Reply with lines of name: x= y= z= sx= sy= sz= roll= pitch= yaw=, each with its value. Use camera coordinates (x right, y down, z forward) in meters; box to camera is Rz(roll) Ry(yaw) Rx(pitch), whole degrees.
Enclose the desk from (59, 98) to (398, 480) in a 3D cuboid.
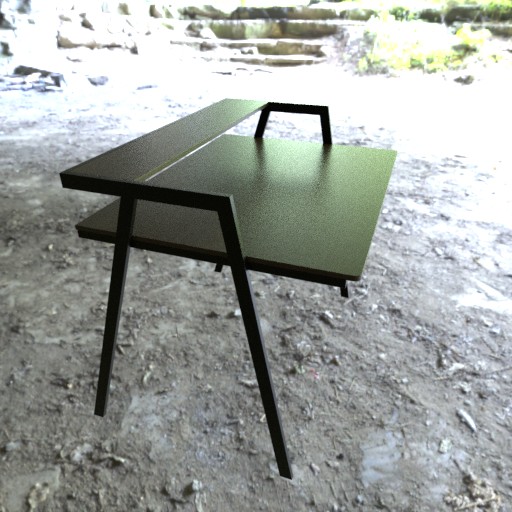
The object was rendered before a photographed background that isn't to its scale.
desk: x=0.000 y=0.000 z=1.814 sx=0.936 sy=0.998 sz=1.143 roll=10 pitch=31 yaw=17
